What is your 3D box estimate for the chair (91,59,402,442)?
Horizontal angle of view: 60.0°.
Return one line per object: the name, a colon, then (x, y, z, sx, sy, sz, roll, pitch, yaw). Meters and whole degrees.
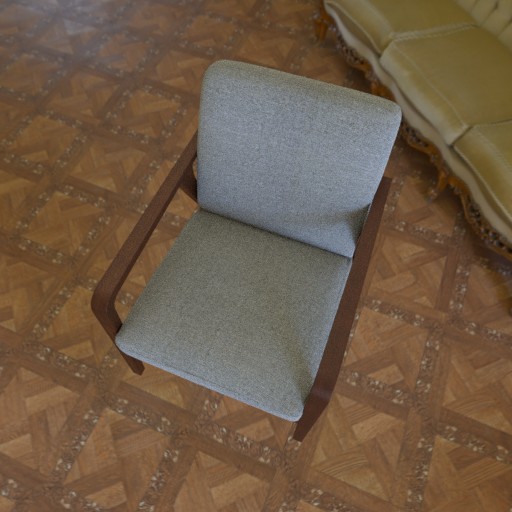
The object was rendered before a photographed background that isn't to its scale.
chair: (0.000, 0.000, 1.453, 0.704, 0.847, 0.858, 19, 61, 11)
